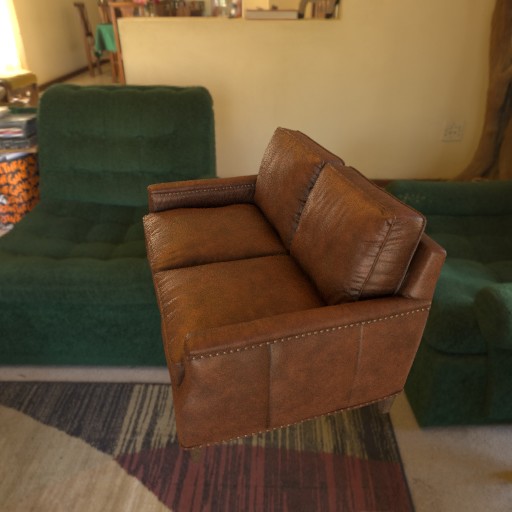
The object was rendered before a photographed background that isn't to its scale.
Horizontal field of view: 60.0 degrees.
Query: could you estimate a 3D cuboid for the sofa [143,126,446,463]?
[{"bbox_3d":[0.000,0.000,2.327,1.083,1.003,1.628,-9,32,-14],"label":"sofa"}]
